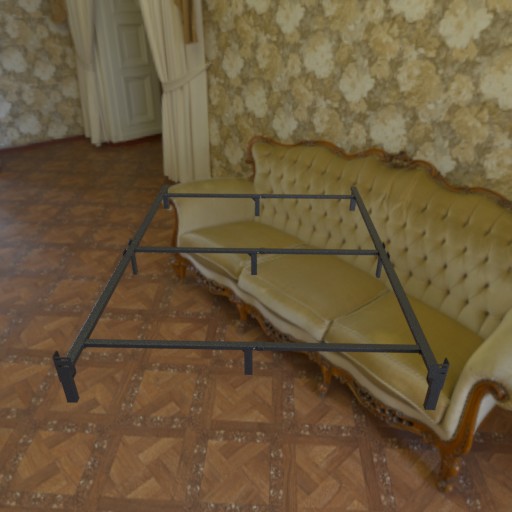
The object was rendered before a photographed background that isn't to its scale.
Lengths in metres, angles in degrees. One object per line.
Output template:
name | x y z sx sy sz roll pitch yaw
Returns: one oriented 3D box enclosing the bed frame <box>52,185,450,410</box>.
bed frame | 0.000 0.000 2.581 1.498 0.248 1.990 1 30 1
